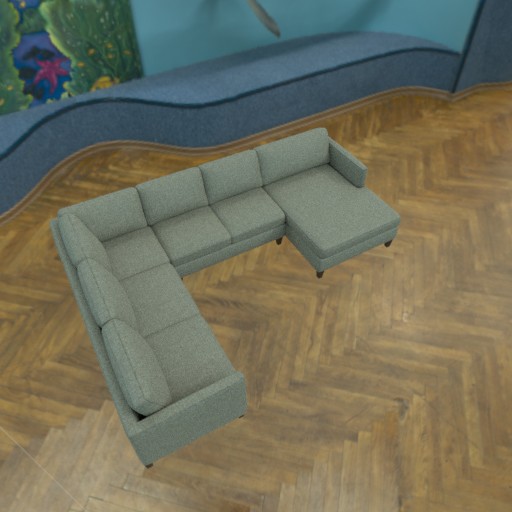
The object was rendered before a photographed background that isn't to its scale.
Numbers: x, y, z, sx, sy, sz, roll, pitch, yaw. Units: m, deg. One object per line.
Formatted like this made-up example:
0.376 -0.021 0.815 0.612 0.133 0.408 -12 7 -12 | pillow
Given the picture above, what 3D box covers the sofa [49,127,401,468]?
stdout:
0.000 0.000 4.445 3.403 0.889 2.551 -22 51 -20 | sofa
